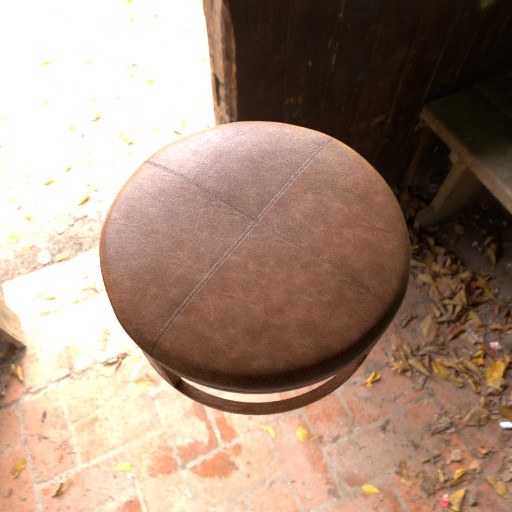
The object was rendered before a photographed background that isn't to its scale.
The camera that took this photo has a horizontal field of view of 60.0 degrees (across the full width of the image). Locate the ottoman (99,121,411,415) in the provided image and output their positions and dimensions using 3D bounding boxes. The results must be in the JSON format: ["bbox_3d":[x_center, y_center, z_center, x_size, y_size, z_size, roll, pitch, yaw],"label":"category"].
[{"bbox_3d":[0.000,0.000,1.565,1.006,0.445,1.006,0,60,0],"label":"ottoman"}]
